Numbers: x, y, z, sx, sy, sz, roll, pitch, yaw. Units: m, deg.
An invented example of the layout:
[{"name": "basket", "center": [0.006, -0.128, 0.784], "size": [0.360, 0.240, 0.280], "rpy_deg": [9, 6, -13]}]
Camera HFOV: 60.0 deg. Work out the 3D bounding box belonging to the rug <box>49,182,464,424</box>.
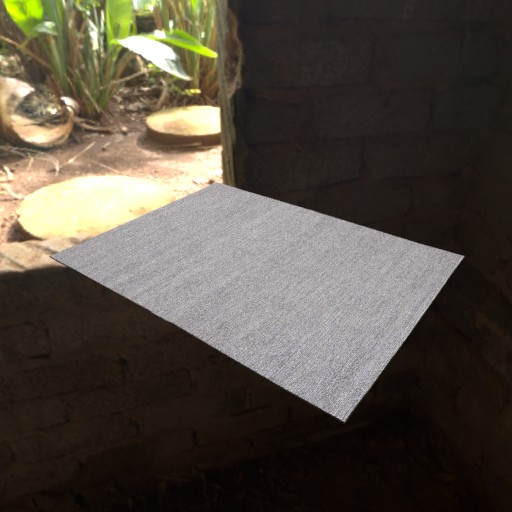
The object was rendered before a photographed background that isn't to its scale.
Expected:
[{"name": "rug", "center": [0.000, 0.000, 4.269], "size": [3.202, 0.045, 2.434], "rpy_deg": [21, 37, 32]}]
